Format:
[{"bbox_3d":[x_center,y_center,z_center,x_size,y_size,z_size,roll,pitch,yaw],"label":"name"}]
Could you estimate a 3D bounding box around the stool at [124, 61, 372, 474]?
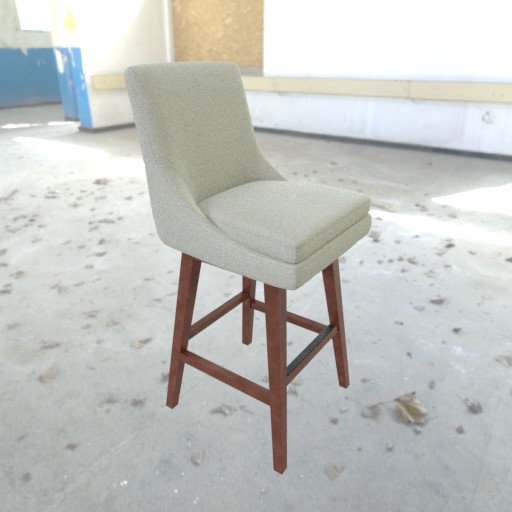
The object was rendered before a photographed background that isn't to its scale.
[{"bbox_3d":[0.000,0.000,1.370,0.559,1.092,0.470,17,30,32],"label":"stool"}]
